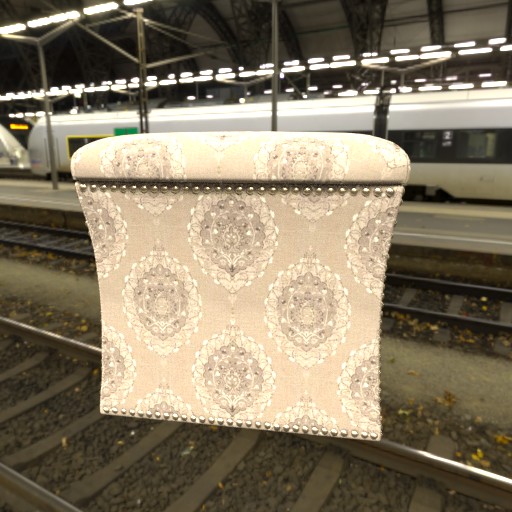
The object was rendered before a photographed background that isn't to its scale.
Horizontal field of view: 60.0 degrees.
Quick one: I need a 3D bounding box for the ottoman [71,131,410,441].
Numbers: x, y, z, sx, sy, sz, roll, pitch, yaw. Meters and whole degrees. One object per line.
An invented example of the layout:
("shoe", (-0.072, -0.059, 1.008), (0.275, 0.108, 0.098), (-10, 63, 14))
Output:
("ottoman", (0.000, 0.000, 0.884), (0.497, 0.473, 0.507), (2, 14, 9))
